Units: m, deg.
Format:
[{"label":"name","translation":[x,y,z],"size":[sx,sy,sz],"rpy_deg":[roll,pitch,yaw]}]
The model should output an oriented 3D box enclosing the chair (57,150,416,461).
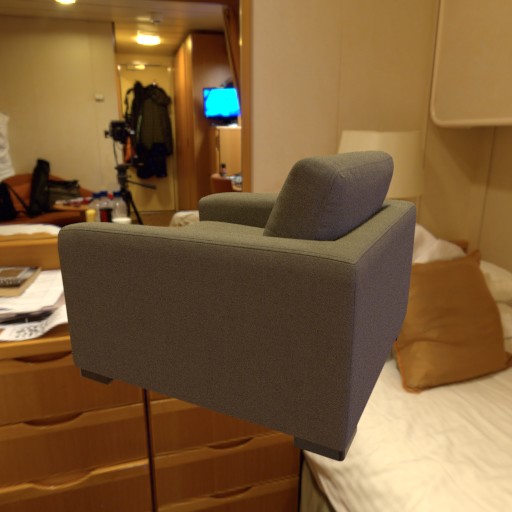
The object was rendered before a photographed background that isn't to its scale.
[{"label":"chair","translation":[0.000,0.000,1.824],"size":[1.100,0.847,1.070],"rpy_deg":[8,17,26]}]
